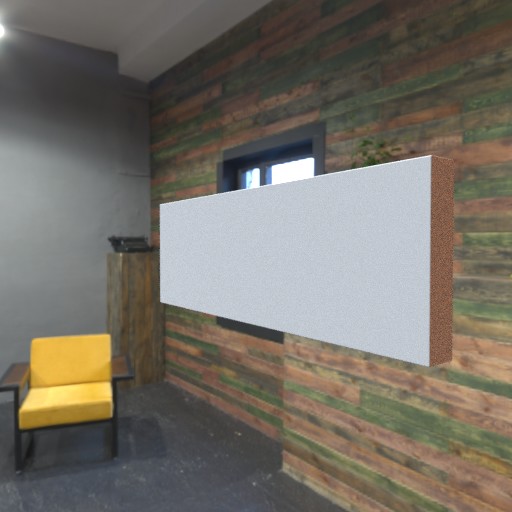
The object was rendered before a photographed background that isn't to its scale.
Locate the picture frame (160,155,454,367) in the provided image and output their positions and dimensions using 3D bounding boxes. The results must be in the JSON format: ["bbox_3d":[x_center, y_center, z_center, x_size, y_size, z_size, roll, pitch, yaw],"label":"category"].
[{"bbox_3d":[0.000,0.000,0.842,0.050,0.250,0.759,-1,2,-36],"label":"picture frame"}]
